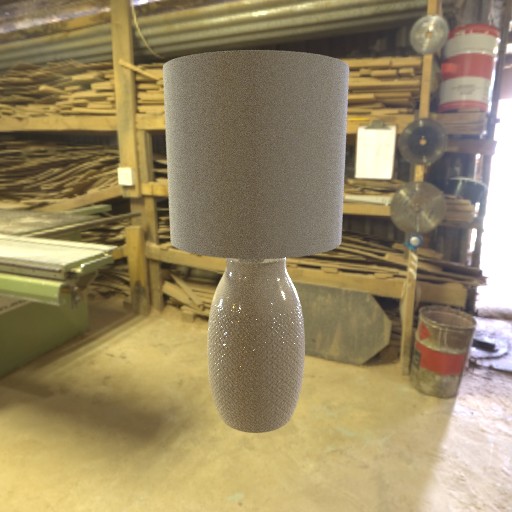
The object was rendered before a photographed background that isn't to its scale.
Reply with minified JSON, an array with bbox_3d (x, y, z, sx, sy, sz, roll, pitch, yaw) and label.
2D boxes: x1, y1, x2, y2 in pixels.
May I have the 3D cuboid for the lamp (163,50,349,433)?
[{"bbox_3d":[0.000,0.000,0.578,0.217,0.453,0.217,7,15,26],"label":"lamp"}]
